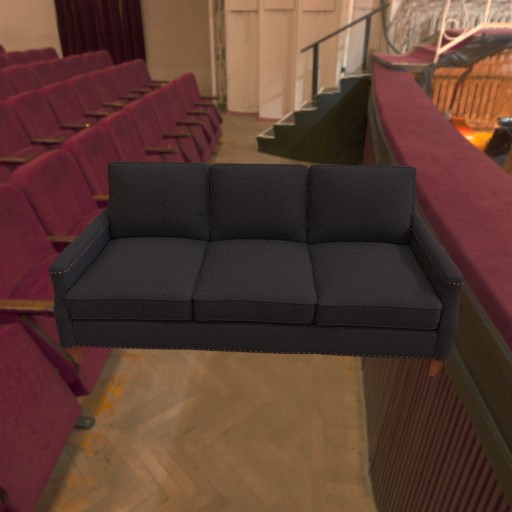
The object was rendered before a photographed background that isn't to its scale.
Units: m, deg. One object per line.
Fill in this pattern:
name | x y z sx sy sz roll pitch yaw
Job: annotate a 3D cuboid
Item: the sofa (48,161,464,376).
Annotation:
sofa | 0.000 0.000 2.826 2.246 1.003 1.084 1 28 3
